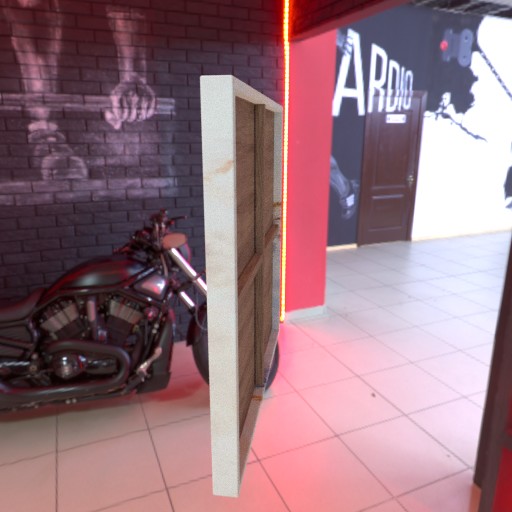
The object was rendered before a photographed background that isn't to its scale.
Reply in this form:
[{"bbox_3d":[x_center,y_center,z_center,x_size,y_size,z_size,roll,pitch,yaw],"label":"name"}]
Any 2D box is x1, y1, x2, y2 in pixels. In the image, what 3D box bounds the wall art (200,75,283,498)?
[{"bbox_3d":[0.000,0.000,1.561,0.071,1.061,1.061,2,15,9],"label":"wall art"}]
